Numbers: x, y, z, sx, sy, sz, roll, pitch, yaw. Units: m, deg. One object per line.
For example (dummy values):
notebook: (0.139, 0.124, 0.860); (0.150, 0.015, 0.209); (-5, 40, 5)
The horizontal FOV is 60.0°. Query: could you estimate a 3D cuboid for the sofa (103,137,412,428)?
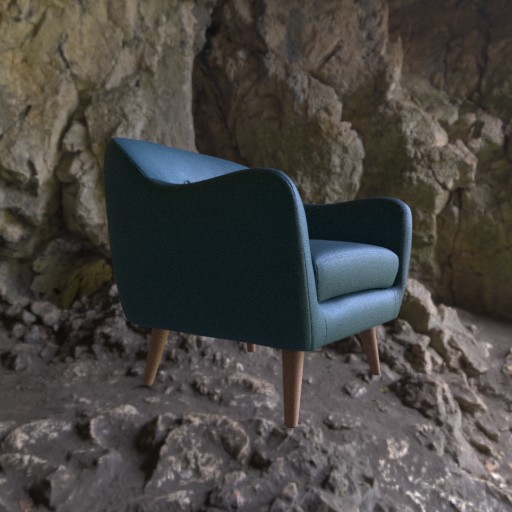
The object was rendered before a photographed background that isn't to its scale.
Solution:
sofa: (0.000, 0.000, 1.490); (0.825, 0.817, 0.836); (1, 2, 37)
